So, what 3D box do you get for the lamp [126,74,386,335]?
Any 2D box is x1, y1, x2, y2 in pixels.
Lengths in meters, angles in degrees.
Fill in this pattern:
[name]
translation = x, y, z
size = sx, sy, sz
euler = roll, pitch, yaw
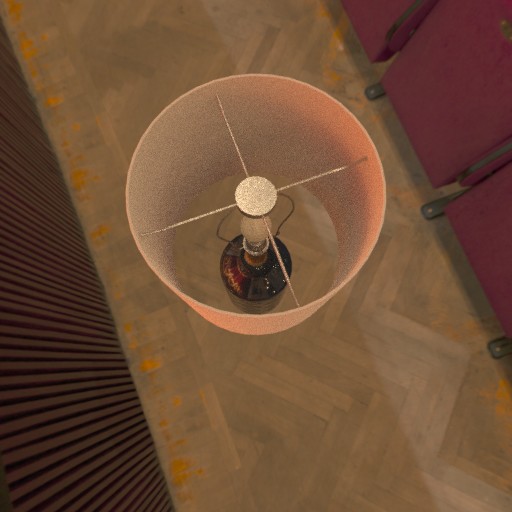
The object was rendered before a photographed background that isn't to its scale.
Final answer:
[lamp]
translation = 0.000, 0.000, 0.575
size = 0.207, 0.461, 0.207
euler = -19, 77, -5
